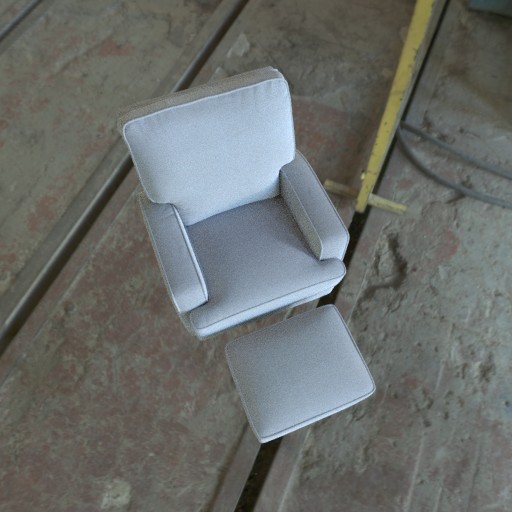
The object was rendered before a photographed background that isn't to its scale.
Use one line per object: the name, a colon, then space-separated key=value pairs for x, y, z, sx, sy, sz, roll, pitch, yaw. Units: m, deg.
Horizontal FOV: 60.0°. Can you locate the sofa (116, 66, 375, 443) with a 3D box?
sofa: x=0.000 y=0.000 z=2.030 sx=0.861 sy=0.959 sz=1.472 roll=-20 pitch=65 yaw=-9
